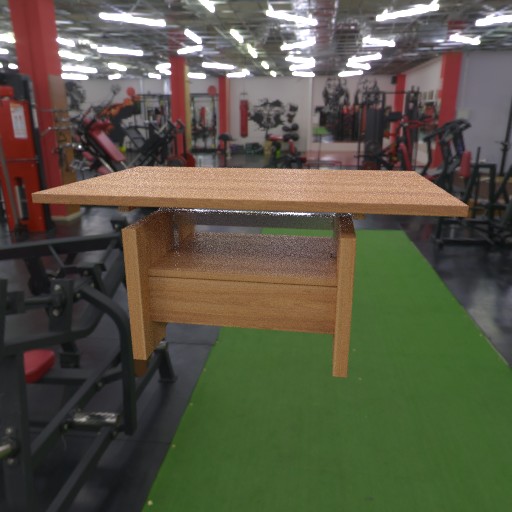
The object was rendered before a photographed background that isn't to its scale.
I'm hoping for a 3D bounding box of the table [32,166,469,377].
[{"bbox_3d":[0.000,0.000,1.503,1.100,0.510,0.700,3,18,9],"label":"table"}]
